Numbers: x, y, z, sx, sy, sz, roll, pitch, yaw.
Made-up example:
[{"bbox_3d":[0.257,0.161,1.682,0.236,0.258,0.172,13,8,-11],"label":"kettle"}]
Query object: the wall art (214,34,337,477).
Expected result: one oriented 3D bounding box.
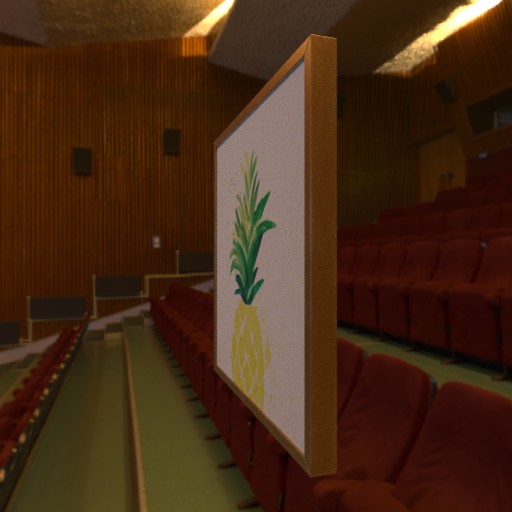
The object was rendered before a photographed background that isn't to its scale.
[{"bbox_3d":[0.000,0.000,0.756,0.033,0.509,0.510,0,0,-18],"label":"wall art"}]
